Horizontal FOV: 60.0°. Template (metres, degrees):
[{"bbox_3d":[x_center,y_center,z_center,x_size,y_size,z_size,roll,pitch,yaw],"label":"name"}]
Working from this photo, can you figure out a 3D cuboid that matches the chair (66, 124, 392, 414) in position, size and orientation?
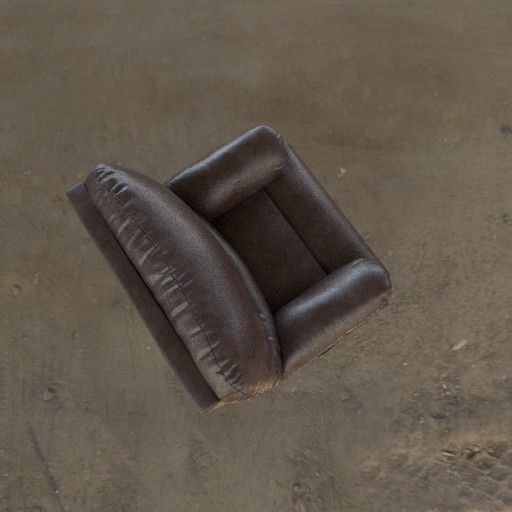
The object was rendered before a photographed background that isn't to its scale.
[{"bbox_3d":[0.000,0.000,1.753,0.879,1.041,0.940,-33,77,-8],"label":"chair"}]
